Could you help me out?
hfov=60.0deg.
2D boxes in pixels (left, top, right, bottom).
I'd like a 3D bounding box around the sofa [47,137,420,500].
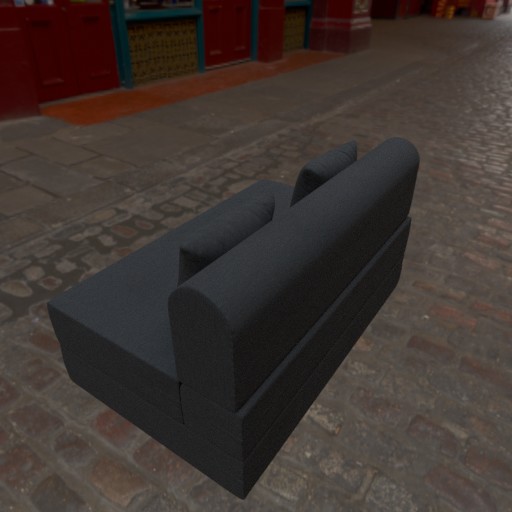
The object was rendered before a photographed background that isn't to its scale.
[{"bbox_3d":[0.000,0.000,1.625,0.762,0.670,1.225,20,38,29],"label":"sofa"}]
